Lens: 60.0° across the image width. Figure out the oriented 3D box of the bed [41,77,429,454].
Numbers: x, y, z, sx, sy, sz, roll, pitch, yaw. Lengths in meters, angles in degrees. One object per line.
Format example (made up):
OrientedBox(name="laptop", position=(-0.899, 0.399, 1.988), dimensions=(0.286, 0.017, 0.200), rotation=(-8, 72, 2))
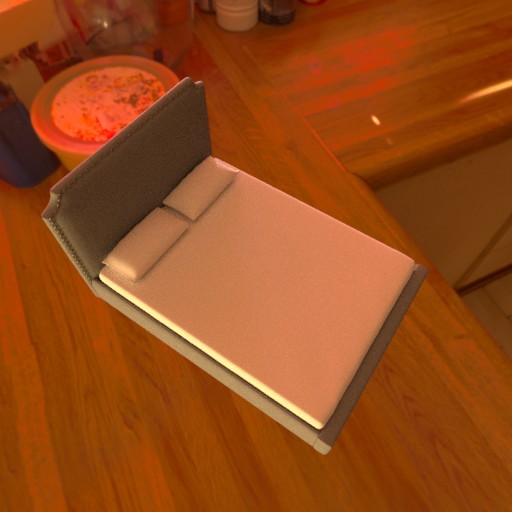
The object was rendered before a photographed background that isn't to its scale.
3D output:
OrientedBox(name="bed", position=(0.000, 0.000, 3.463), dimensions=(2.372, 1.443, 1.712), rotation=(30, 63, 17))
